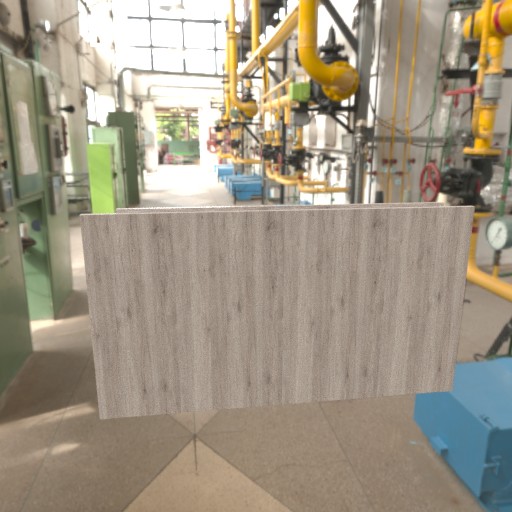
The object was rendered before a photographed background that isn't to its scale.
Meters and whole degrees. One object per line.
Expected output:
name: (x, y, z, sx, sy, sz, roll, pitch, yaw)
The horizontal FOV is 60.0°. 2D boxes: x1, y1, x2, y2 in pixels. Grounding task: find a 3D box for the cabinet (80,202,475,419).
cabinet: (0.000, 0.000, 3.044, 1.750, 0.970, 2.080, -2, 14, -8)
